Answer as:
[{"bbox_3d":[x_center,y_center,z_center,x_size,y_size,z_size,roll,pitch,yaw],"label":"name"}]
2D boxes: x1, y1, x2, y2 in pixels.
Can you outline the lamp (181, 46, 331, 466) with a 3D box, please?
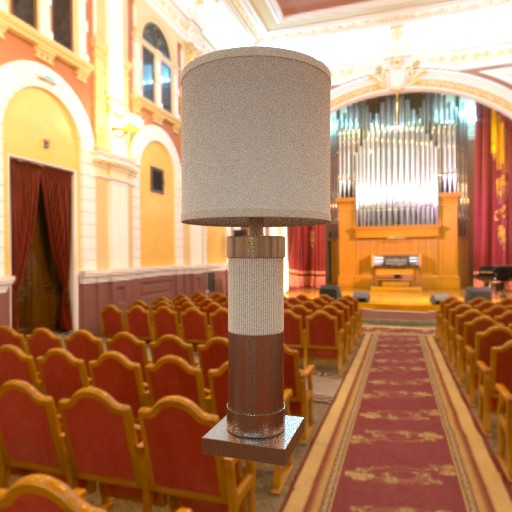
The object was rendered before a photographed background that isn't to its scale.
[{"bbox_3d":[0.000,0.000,0.606,0.202,0.509,0.202,0,0,18],"label":"lamp"}]
